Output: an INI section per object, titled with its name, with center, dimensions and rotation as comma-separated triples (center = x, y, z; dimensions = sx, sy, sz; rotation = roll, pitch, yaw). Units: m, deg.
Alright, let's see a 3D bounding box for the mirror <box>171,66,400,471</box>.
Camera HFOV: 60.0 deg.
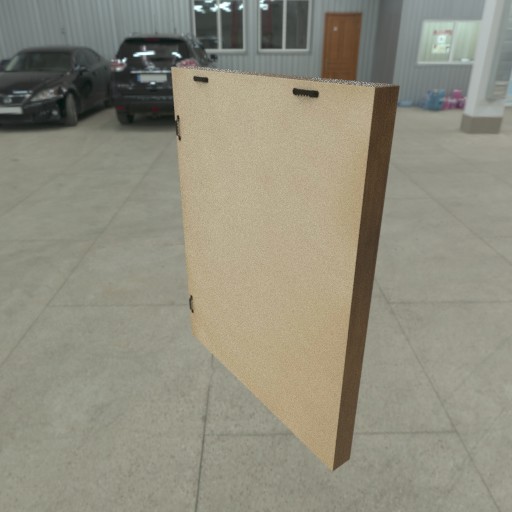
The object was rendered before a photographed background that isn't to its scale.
[mirror]
center = 0.000, 0.000, 0.668
dimensions = 0.041, 0.509, 0.406
rotation = -18, 31, -32
